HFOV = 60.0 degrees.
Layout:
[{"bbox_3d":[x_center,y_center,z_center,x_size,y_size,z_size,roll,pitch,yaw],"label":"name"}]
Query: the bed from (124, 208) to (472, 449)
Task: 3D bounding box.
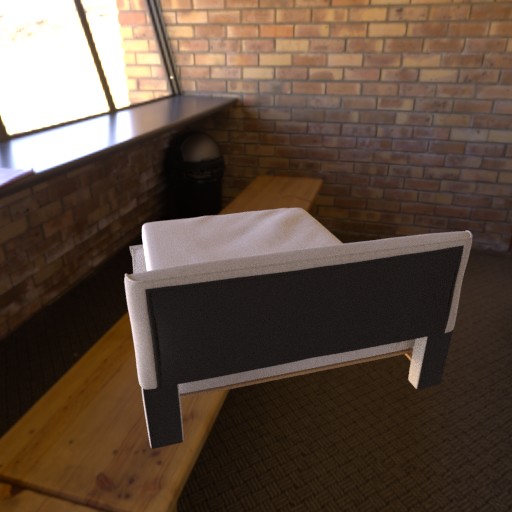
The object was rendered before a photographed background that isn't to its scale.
[{"bbox_3d":[0.000,0.000,3.582,1.980,1.126,2.498,-7,27,-14],"label":"bed"}]
